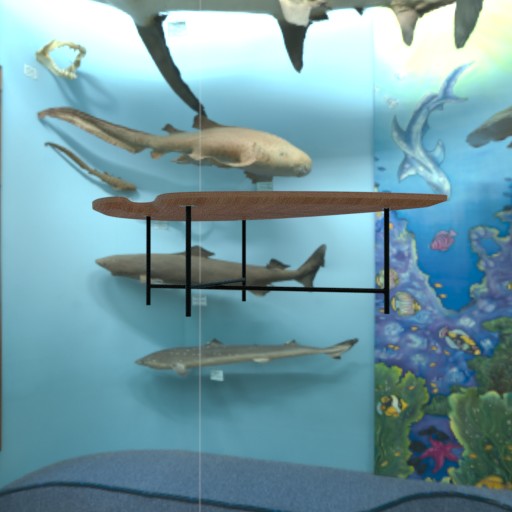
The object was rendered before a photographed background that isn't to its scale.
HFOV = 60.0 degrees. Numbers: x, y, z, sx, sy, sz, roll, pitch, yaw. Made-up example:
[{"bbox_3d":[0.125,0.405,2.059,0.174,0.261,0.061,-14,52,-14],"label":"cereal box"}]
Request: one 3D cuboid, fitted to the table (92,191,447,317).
[{"bbox_3d":[0.000,0.000,1.505,1.199,0.360,0.598,0,0,18],"label":"table"}]
